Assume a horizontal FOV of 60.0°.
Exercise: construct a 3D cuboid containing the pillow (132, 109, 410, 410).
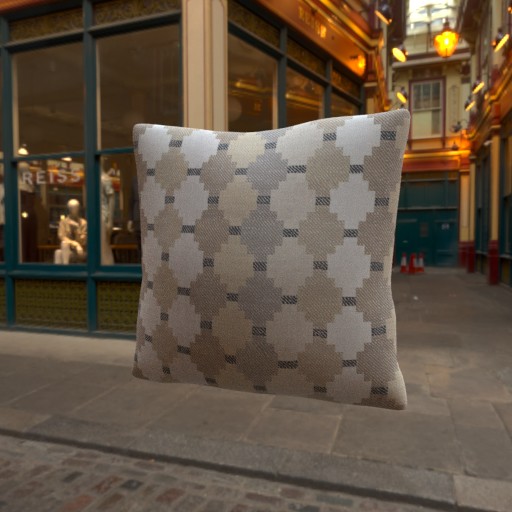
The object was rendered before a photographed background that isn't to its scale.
[{"bbox_3d":[0.000,0.000,0.883,0.578,0.558,0.192,1,3,18],"label":"pillow"}]
